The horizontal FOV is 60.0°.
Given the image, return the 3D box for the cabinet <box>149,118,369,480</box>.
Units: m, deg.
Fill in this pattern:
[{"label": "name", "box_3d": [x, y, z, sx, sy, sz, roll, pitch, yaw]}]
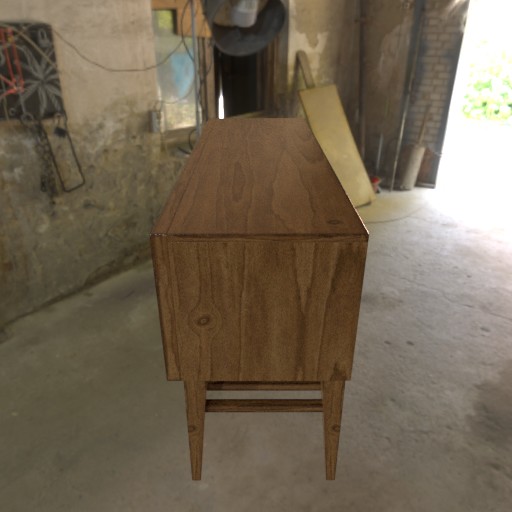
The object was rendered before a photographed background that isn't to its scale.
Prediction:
[{"label": "cabinet", "box_3d": [0.000, 0.000, 1.723, 0.477, 0.802, 1.363, 0, 27, 0]}]
